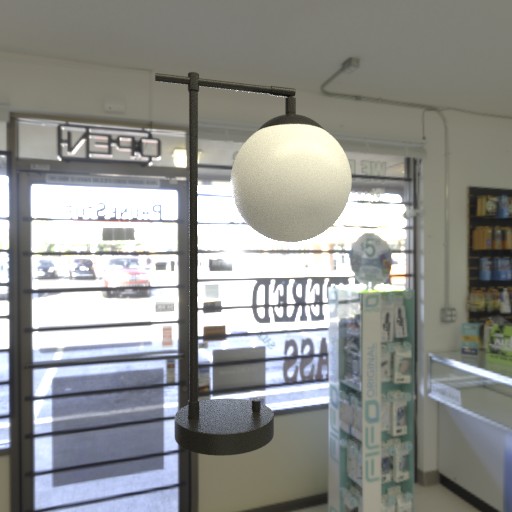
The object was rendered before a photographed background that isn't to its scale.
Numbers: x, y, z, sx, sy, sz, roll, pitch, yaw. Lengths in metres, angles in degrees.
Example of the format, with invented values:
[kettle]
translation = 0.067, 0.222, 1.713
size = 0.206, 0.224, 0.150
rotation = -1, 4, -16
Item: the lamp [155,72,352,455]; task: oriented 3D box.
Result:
[lamp]
translation = 0.000, 0.000, 0.712
size = 0.316, 0.559, 0.197
rotation = 0, 0, -17
